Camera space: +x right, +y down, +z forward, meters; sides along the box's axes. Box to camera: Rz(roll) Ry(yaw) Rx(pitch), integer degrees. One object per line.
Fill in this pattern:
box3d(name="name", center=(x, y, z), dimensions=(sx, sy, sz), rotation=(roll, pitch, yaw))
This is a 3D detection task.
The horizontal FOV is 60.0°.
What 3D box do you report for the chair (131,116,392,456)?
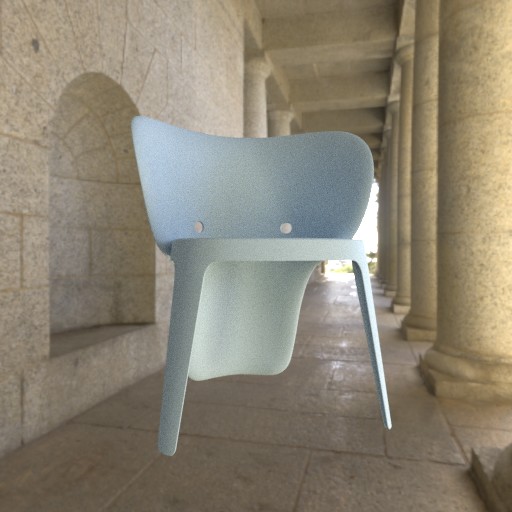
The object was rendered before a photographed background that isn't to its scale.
box3d(name="chair", center=(0.000, 0.000, 0.833), dimensions=(0.451, 0.554, 0.402), rotation=(0, 1, -15))
